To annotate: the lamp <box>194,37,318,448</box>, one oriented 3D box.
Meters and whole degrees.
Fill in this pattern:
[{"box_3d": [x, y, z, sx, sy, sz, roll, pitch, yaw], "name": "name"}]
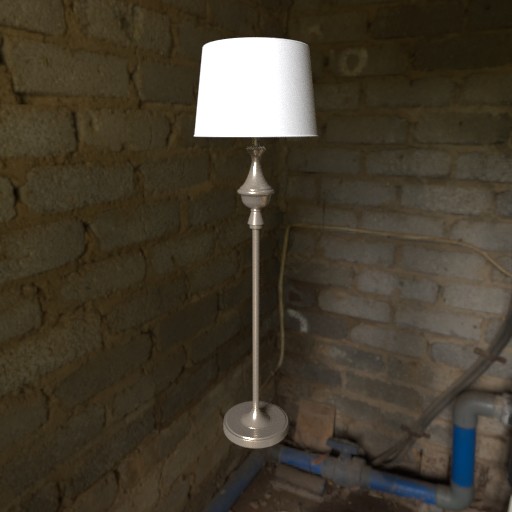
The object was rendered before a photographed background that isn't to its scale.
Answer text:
[{"box_3d": [0.000, 0.000, 1.668, 0.431, 1.488, 0.431, 0, 16, 0], "name": "lamp"}]
